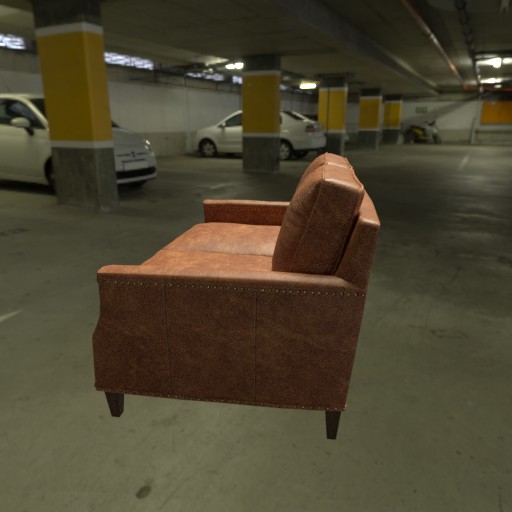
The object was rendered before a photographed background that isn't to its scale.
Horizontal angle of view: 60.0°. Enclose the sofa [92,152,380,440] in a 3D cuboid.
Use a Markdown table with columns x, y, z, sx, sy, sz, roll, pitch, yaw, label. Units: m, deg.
| x | y | z | sx | sy | sz | roll | pitch | yaw | label |
| --- | --- | --- | --- | --- | --- | --- | --- | --- | --- |
| 0.000 | 0.000 | 2.333 | 1.084 | 1.003 | 1.597 | 3 | 17 | 8 | sofa |
